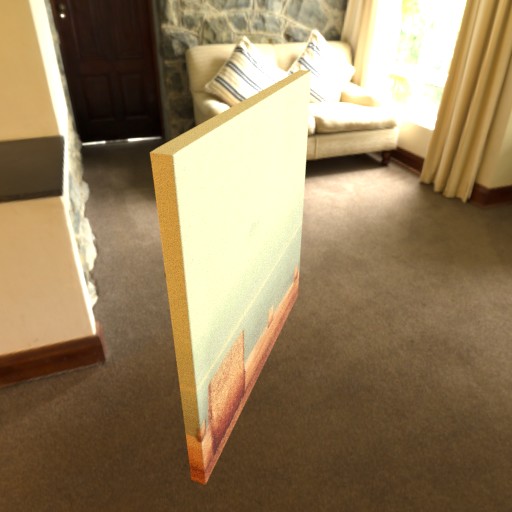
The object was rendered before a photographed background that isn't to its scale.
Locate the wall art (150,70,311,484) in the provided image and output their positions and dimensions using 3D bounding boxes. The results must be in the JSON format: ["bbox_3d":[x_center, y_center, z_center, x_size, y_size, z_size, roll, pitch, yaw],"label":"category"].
[{"bbox_3d":[0.000,0.000,0.882,0.034,0.605,0.605,11,33,17],"label":"wall art"}]
